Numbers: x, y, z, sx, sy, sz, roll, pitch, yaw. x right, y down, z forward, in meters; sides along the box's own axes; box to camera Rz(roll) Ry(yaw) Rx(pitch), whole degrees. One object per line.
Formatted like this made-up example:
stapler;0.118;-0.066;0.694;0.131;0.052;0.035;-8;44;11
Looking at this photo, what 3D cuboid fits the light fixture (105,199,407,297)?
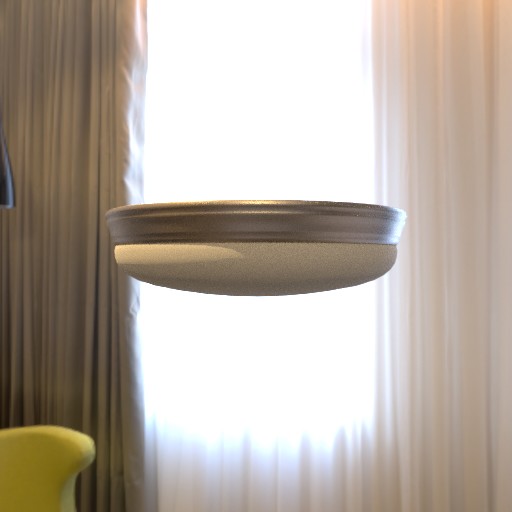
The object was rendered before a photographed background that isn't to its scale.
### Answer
light fixture;0.000;0.000;0.571;0.368;0.100;0.368;0;0;0
